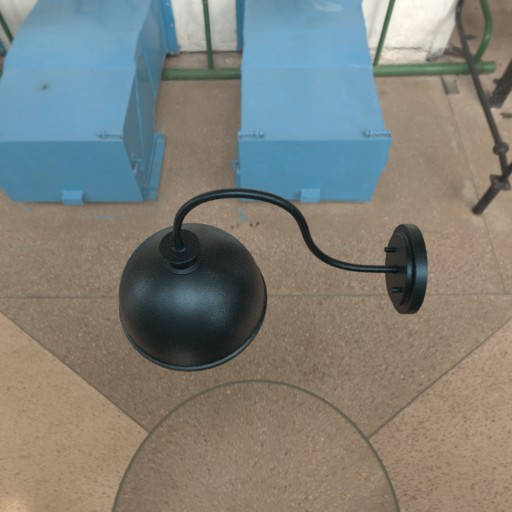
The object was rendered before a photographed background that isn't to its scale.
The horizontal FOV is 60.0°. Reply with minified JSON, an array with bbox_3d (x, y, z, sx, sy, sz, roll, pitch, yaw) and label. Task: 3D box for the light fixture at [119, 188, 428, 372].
[{"bbox_3d":[0.000,0.000,0.641,0.467,0.295,0.253,0,59,0],"label":"light fixture"}]
